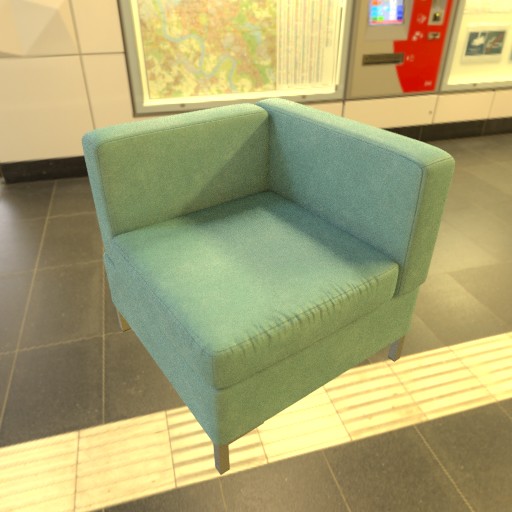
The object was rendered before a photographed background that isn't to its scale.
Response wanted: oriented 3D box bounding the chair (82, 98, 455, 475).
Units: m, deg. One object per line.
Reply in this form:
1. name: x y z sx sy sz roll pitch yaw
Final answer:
1. chair: 0.000 0.000 1.219 0.680 0.660 0.680 -21 38 -29
